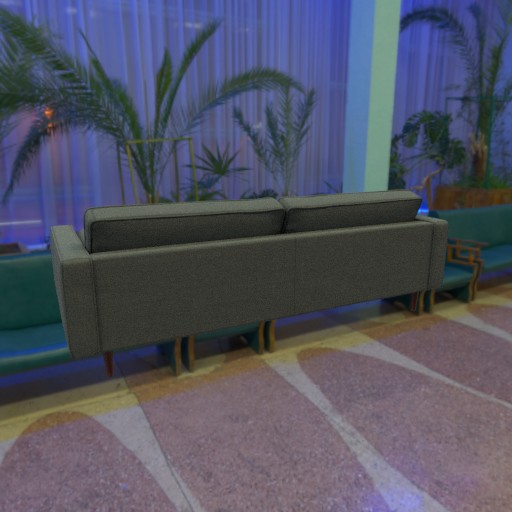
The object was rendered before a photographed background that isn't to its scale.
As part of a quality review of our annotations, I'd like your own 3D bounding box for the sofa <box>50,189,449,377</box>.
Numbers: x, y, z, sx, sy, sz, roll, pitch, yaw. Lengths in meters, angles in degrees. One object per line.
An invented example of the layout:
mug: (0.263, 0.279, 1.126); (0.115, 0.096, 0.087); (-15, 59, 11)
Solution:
sofa: (0.000, 0.000, 2.655); (2.198, 0.762, 0.914); (-7, 15, -26)
